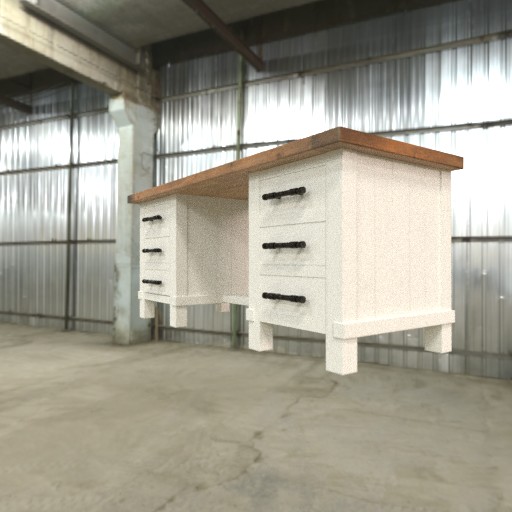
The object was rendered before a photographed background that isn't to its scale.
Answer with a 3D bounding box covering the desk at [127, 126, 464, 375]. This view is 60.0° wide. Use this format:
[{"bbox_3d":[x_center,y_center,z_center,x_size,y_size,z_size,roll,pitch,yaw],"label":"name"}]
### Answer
[{"bbox_3d":[0.000,0.000,2.249,0.688,0.760,1.803,0,0,-36],"label":"desk"}]
